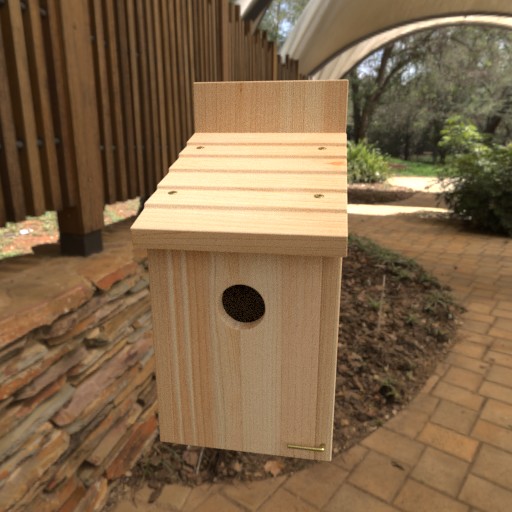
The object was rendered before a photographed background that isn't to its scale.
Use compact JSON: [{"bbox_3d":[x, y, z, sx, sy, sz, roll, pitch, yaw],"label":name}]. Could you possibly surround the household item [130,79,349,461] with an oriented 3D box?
[{"bbox_3d":[0.000,0.000,0.387,0.149,0.300,0.171,3,16,9],"label":"household item"}]
